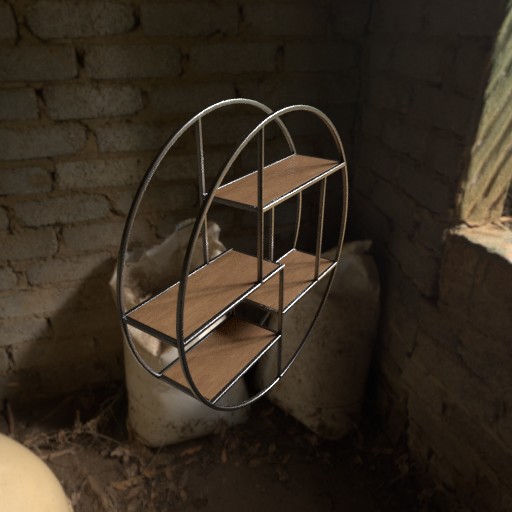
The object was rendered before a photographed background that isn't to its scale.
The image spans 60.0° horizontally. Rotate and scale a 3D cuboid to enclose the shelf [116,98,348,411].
[{"bbox_3d":[0.000,0.000,1.345,0.202,0.888,0.888,18,33,30],"label":"shelf"}]
